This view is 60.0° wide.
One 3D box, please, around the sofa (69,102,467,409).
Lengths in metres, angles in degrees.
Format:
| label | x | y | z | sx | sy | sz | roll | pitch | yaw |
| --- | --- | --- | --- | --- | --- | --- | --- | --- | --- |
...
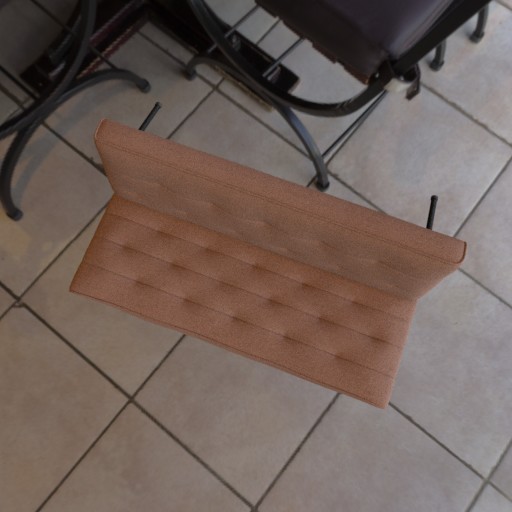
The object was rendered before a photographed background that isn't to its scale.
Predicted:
| label | x | y | z | sx | sy | sz | roll | pitch | yaw |
| --- | --- | --- | --- | --- | --- | --- | --- | --- | --- |
| sofa | 0.000 | 0.000 | 2.357 | 1.820 | 0.810 | 1.038 | 20 | 77 | 5 |
